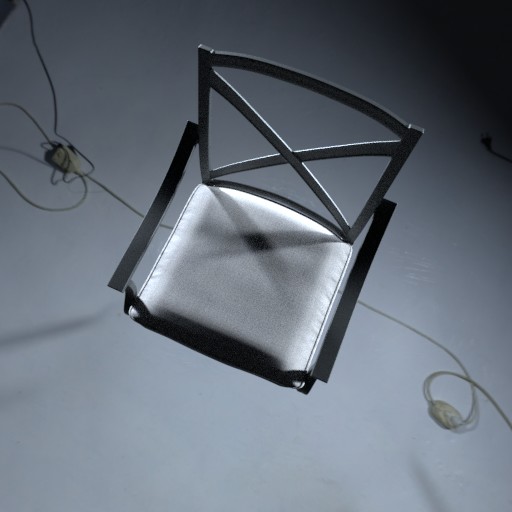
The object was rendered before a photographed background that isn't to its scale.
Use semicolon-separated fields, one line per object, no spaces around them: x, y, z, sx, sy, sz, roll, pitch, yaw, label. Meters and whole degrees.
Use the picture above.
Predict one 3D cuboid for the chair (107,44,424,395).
0.000;0.000;1.268;0.575;0.889;0.620;23;78;5;chair
